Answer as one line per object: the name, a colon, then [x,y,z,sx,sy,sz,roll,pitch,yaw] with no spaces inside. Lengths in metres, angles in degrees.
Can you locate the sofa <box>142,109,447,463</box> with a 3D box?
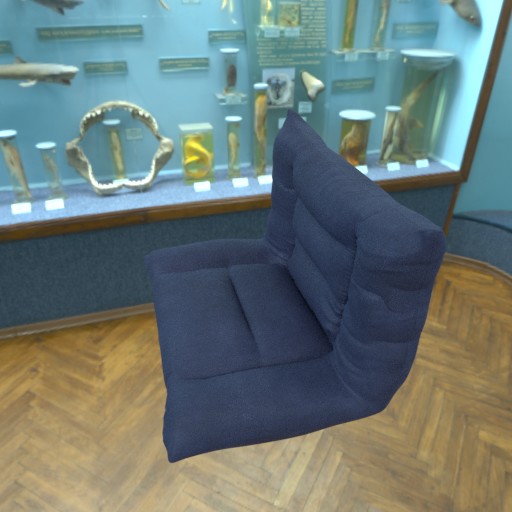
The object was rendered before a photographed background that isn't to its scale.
sofa: [0.000,0.000,1.663,0.849,0.778,1.122,-8,33,-13]
